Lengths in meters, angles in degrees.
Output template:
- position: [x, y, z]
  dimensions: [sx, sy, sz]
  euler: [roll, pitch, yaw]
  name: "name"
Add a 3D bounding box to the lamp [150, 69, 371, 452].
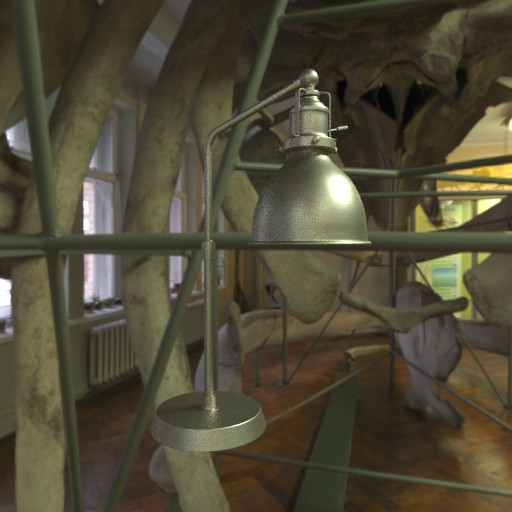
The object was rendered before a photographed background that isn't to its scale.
- position: [0.000, 0.000, 0.568]
  dimensions: [0.286, 0.456, 0.153]
  euler: [1, 2, 18]
  name: "lamp"
